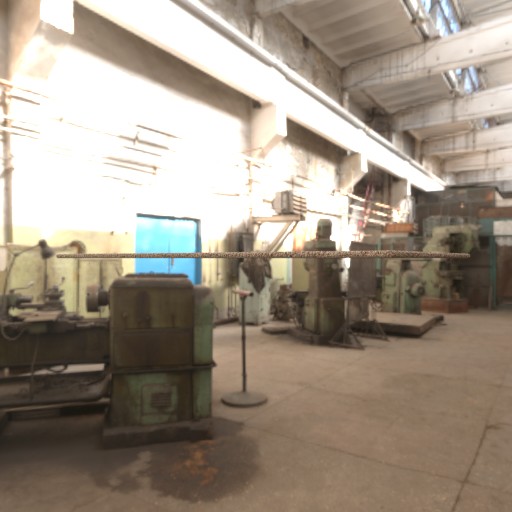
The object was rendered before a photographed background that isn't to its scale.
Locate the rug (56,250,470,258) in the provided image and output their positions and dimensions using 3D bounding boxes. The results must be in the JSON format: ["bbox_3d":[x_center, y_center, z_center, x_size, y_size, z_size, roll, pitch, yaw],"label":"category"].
[{"bbox_3d":[0.000,0.000,3.060,2.438,0.030,1.524,0,0,36],"label":"rug"}]
